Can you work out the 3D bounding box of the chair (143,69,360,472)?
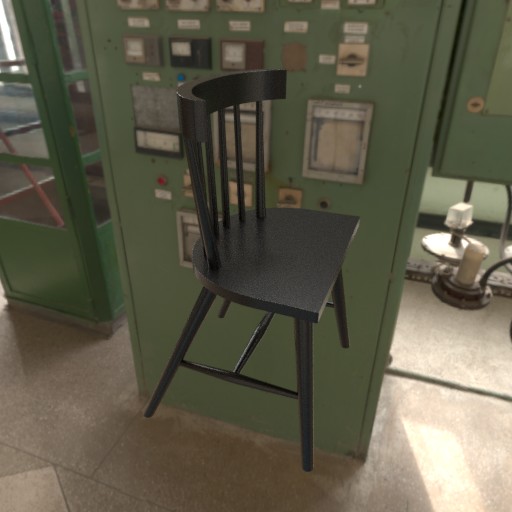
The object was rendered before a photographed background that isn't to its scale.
[{"bbox_3d":[0.000,0.000,1.143,0.483,0.844,0.506,11,31,18],"label":"chair"}]
